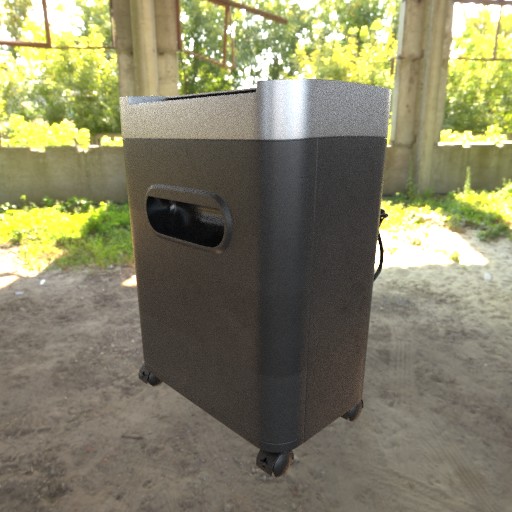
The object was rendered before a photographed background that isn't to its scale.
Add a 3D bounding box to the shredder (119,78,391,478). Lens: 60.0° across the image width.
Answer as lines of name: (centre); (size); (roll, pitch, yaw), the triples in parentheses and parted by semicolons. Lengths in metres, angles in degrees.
shredder: (0.000, 0.000, 0.602); (0.237, 0.419, 0.311); (-14, 21, -42)
